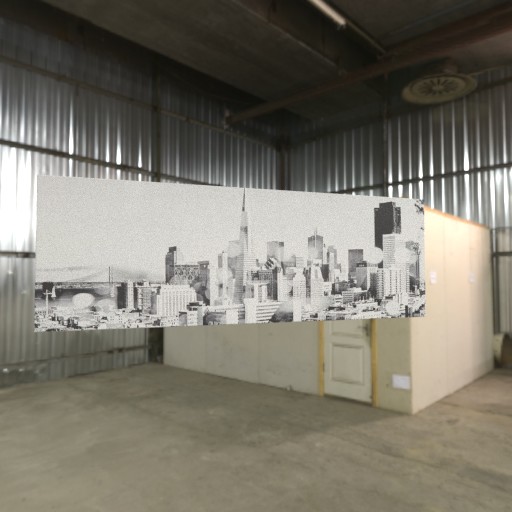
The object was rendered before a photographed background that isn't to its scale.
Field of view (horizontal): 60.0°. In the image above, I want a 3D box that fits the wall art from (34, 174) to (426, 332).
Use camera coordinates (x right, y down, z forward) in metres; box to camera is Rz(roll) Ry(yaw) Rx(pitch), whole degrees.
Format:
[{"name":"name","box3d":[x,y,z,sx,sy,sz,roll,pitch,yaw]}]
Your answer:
[{"name":"wall art","box3d":[0.000,0.000,0.858,0.766,0.256,0.036,1,-2,-19]}]
